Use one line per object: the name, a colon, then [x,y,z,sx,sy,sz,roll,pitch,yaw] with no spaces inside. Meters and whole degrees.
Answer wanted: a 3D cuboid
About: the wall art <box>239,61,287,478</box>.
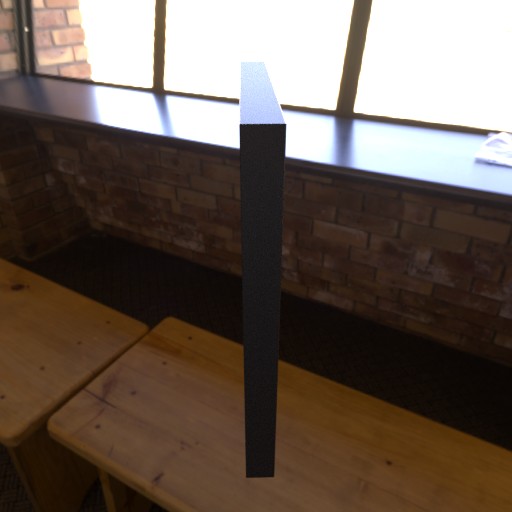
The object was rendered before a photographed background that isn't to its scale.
wall art: [0.000,0.000,0.500,0.030,0.369,0.294,-1,31,-1]
